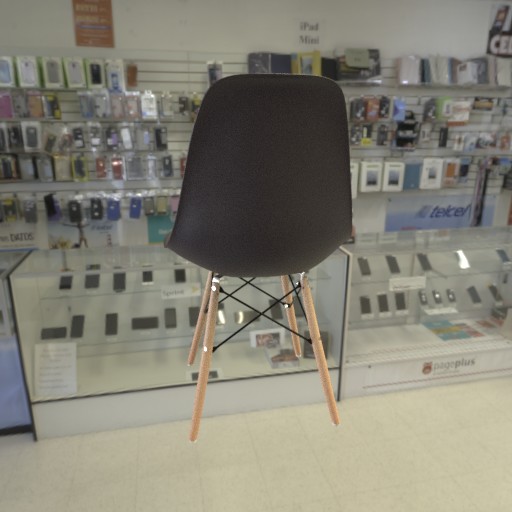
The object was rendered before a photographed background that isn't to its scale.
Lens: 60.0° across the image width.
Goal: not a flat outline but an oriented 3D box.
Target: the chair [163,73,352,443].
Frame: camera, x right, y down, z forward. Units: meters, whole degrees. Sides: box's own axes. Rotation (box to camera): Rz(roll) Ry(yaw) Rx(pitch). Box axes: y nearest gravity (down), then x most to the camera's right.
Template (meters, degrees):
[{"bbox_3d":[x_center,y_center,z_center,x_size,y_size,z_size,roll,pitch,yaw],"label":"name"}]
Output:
[{"bbox_3d":[0.000,0.000,1.147,0.470,0.825,0.533,-3,17,-9],"label":"chair"}]
